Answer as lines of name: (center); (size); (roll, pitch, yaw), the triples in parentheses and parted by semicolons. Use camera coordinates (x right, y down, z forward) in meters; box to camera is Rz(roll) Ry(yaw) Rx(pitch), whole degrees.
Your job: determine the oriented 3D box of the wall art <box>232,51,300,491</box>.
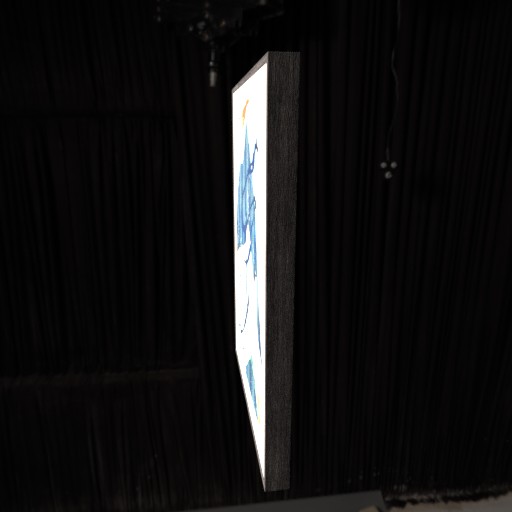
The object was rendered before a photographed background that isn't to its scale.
wall art: (0.000, 0.000, 1.344); (0.063, 1.016, 0.762); (-2, 16, -8)
